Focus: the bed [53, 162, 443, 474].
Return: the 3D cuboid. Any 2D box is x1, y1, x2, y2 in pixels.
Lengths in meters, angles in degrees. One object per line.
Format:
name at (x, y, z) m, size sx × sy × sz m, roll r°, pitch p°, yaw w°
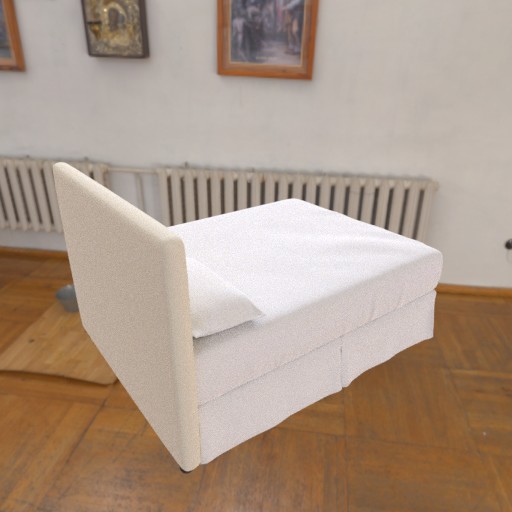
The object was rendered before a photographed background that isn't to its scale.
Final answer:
bed at (0.000, 0.000, 3.119) m, size 2.147 × 1.330 × 1.714 m, roll -17°, pitch 30°, yaw -33°
